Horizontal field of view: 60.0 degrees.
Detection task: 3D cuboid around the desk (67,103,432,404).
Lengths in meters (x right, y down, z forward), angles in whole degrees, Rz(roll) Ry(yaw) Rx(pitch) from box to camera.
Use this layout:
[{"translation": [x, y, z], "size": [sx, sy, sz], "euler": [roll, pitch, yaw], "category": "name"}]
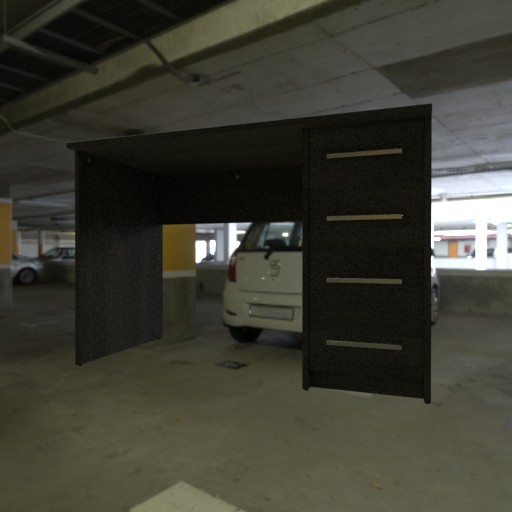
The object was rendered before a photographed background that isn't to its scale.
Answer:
[{"translation": [0.000, 0.000, 1.503], "size": [1.096, 0.730, 0.560], "euler": [0, 0, 20], "category": "desk"}]
